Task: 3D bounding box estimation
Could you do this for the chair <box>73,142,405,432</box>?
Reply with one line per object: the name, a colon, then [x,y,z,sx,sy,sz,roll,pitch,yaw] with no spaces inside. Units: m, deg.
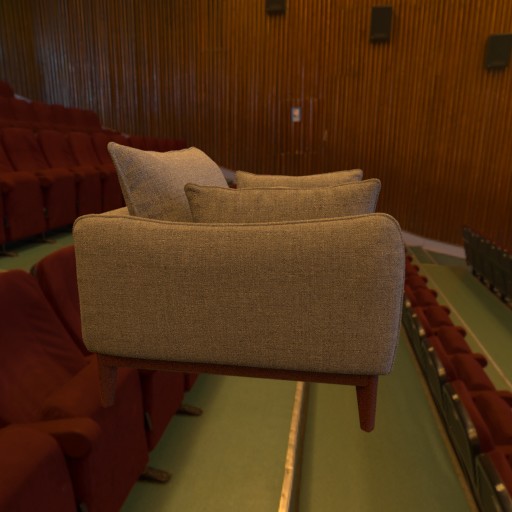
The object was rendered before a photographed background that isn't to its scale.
chair: [0.000,0.000,1.707,0.976,0.839,0.993,2,14,9]
